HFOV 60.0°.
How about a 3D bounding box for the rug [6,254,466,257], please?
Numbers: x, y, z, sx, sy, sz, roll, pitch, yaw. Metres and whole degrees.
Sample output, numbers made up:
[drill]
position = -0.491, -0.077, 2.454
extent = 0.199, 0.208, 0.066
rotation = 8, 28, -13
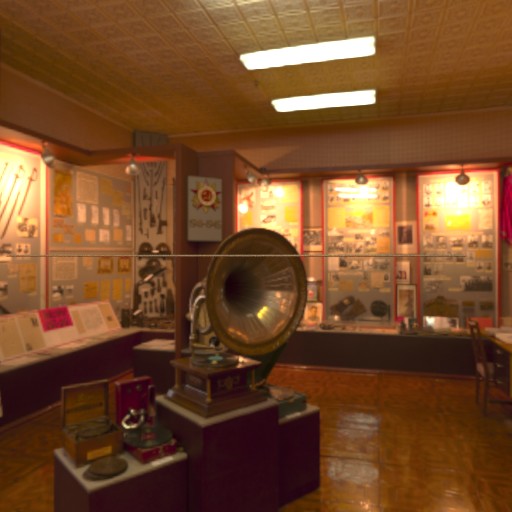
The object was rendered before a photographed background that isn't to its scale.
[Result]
[rug]
position = 0.000, 0.000, 3.826
extent = 2.980, 0.012, 2.363
rotation = 0, 0, 17
